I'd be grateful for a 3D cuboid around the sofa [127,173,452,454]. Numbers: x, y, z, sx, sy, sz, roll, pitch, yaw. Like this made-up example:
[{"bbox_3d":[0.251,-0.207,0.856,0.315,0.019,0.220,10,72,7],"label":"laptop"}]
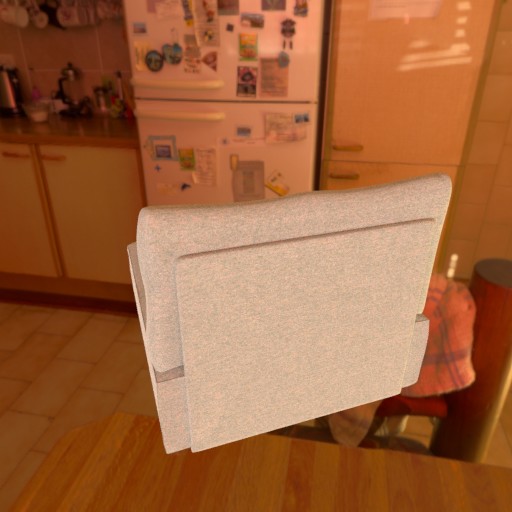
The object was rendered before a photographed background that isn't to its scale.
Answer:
[{"bbox_3d":[0.000,0.000,1.729,0.930,0.820,1.000,-9,29,-17],"label":"sofa"}]
